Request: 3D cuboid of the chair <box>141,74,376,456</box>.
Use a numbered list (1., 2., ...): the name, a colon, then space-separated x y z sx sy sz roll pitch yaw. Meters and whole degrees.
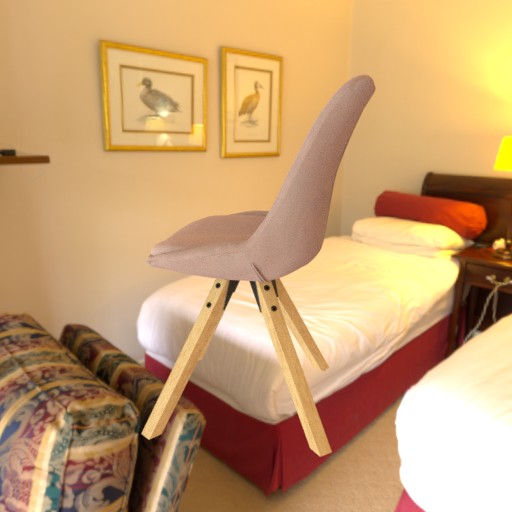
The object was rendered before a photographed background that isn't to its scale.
1. chair: 0.000 0.000 1.160 0.550 0.850 0.485 2 15 8
